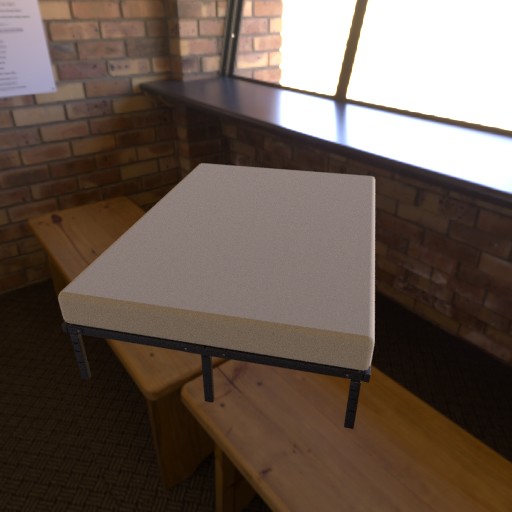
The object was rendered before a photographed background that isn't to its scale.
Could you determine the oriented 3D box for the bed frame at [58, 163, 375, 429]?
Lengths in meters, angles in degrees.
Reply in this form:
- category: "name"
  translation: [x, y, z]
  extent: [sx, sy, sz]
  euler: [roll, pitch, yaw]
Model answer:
- category: "bed frame"
  translation: [0.000, 0.000, 3.753]
  extent: [2.205, 0.680, 2.842]
  euler: [10, 31, 18]
